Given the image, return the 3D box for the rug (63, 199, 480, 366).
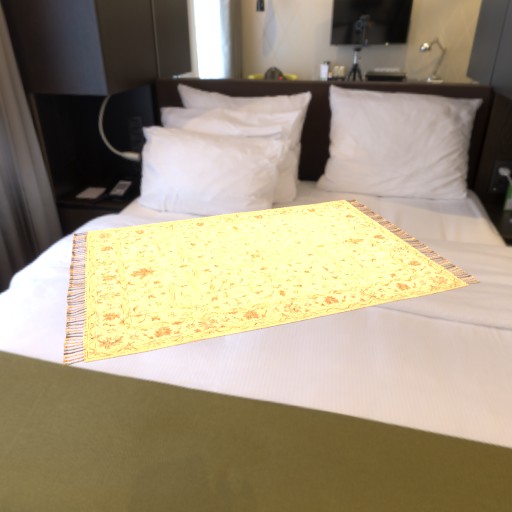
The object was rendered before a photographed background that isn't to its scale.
[{"bbox_3d":[0.000,0.000,2.345,1.861,0.017,1.218,-9,29,-16],"label":"rug"}]
